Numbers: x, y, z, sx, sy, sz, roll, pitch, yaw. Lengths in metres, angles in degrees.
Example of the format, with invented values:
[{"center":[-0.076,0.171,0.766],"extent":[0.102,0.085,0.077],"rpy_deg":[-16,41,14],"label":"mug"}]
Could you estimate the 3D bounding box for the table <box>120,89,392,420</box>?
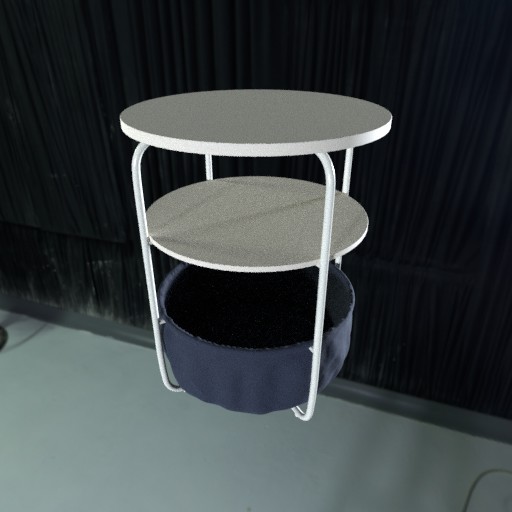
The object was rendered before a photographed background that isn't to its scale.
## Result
[{"center":[0.000,0.000,0.834],"extent":[0.418,0.532,0.418],"rpy_deg":[8,30,14],"label":"table"}]
